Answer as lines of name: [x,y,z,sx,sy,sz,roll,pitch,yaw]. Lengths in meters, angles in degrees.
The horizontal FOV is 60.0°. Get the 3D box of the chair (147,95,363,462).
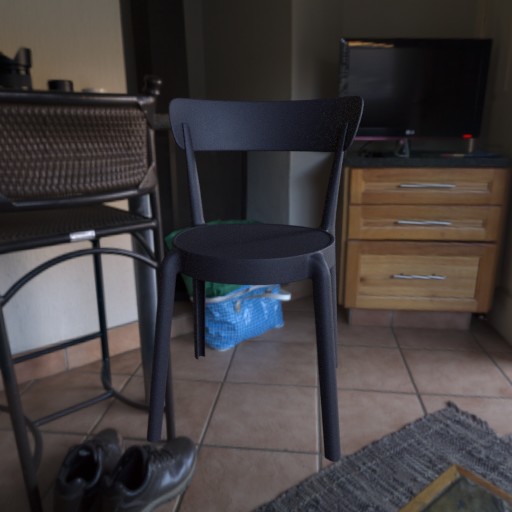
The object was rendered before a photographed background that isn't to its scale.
chair: [0.000,0.000,1.130,0.506,0.790,0.491,2,15,8]
